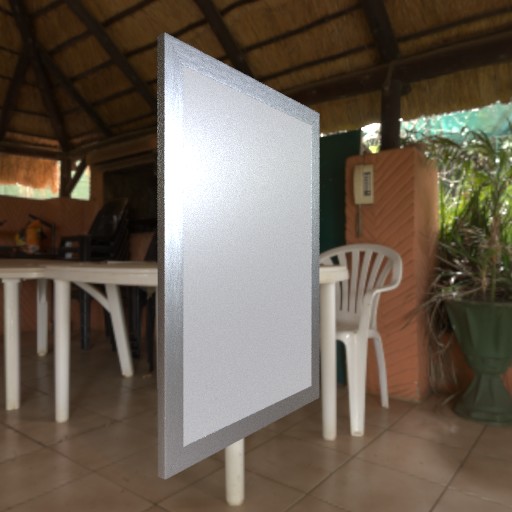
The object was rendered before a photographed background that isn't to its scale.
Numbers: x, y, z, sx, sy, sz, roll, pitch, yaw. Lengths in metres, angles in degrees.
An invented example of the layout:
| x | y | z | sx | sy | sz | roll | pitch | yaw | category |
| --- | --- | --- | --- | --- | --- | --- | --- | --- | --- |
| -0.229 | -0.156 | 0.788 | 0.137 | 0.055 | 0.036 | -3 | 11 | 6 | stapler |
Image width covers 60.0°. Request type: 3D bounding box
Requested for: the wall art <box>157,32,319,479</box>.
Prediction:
| x | y | z | sx | sy | sz | roll | pitch | yaw | category |
| --- | --- | --- | --- | --- | --- | --- | --- | --- | --- |
| 0.000 | 0.000 | 0.678 | 0.013 | 0.529 | 0.376 | 0 | 0 | 37 | wall art |
